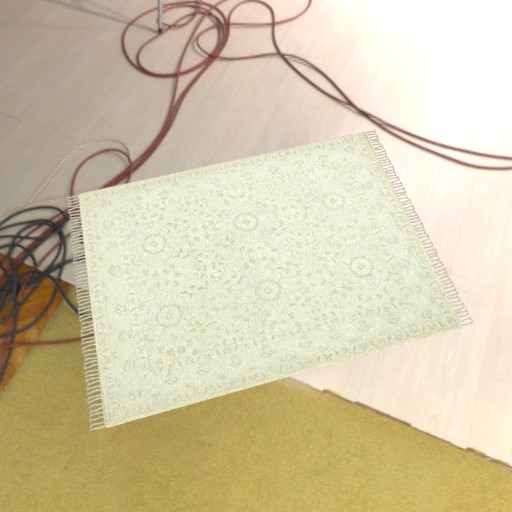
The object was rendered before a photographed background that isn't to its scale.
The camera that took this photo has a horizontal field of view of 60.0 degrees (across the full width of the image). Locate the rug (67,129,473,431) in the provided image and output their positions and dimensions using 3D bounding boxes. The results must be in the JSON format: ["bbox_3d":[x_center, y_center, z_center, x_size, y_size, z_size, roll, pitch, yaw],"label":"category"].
[{"bbox_3d":[0.000,0.000,2.224,1.771,0.015,1.223,-14,64,-7],"label":"rug"}]
